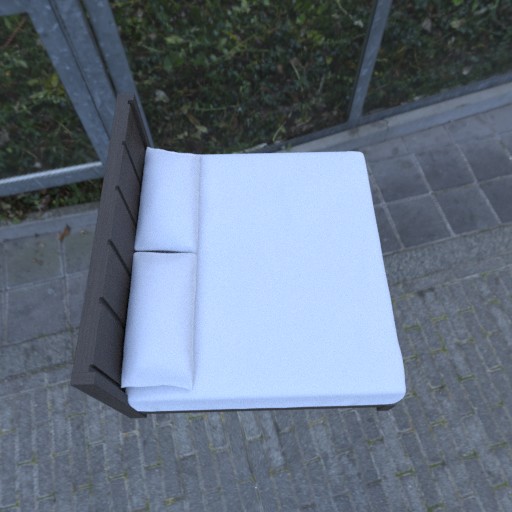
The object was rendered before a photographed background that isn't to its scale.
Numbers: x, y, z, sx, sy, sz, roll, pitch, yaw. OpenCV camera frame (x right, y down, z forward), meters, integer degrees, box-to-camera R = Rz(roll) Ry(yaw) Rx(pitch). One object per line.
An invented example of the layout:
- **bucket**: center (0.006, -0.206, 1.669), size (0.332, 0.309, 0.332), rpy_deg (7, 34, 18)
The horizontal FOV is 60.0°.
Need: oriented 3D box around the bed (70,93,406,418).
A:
- **bed**: center (0.000, 0.000, 3.392), size (2.012, 1.270, 2.134), rpy_deg (-1, 62, -1)
